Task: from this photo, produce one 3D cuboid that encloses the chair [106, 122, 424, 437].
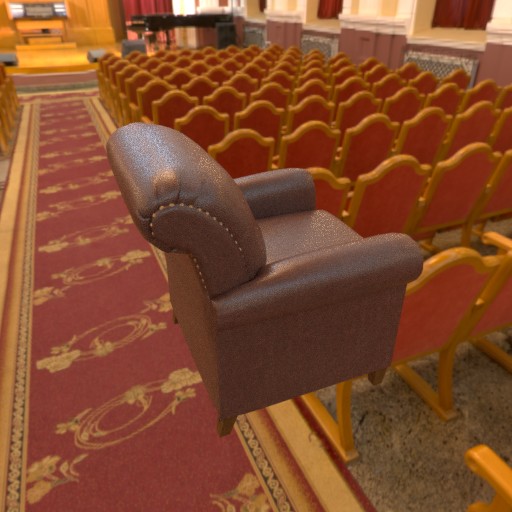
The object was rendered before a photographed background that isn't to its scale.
[{"bbox_3d":[0.000,0.000,1.625,0.890,0.927,0.854,-12,32,-19],"label":"chair"}]
